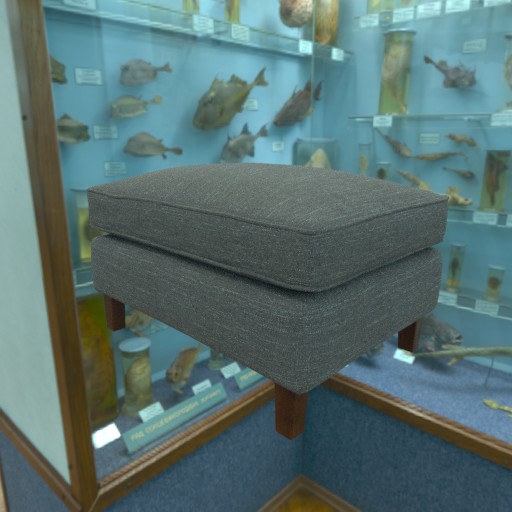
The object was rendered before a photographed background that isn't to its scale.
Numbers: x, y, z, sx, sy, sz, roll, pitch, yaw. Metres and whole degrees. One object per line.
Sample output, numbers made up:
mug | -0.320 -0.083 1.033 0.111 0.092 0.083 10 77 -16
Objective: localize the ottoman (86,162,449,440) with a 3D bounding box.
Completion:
ottoman | 0.000 0.000 1.000 0.686 0.406 0.508 15 21 43
